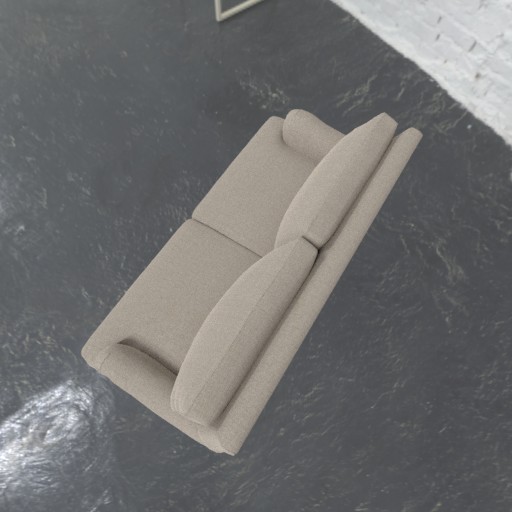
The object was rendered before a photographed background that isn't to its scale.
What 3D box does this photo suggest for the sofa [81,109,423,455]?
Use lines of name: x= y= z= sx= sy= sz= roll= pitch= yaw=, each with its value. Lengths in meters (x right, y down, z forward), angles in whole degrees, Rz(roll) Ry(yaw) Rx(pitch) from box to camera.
sofa: x=0.000 y=0.000 z=2.783 sx=1.087 sy=1.054 sz=2.160 roll=29 pitch=66 yaw=14
